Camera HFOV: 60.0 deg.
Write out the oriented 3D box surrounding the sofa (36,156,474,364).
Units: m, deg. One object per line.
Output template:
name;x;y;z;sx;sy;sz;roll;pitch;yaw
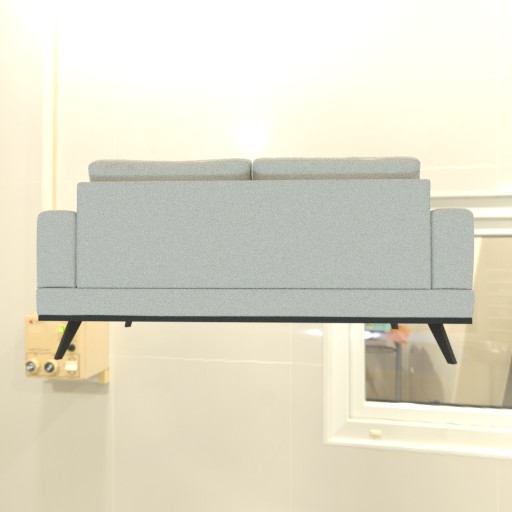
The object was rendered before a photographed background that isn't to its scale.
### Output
sofa;0.000;0.000;2.106;1.650;0.810;0.920;0;0;3
